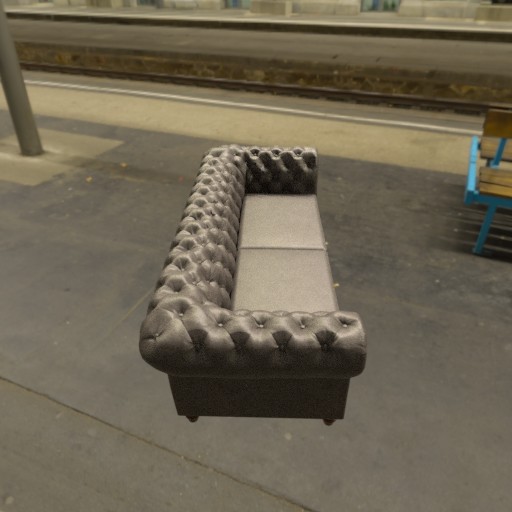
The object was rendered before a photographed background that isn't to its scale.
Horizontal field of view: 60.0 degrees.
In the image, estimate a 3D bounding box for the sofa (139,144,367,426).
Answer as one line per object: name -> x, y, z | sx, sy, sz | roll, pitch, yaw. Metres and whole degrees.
sofa -> 0.000, 0.000, 2.875 | 0.944, 0.783, 2.385 | 1, 33, 1
